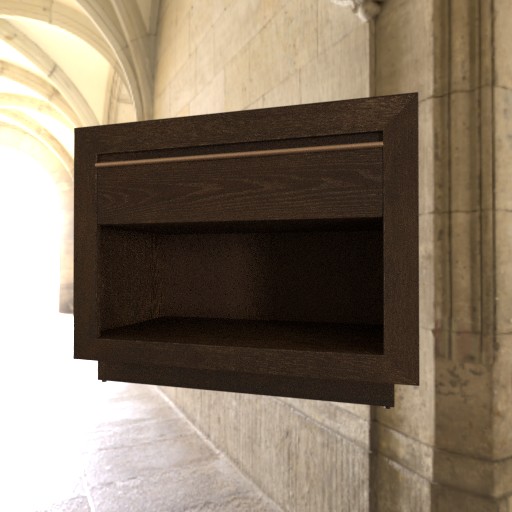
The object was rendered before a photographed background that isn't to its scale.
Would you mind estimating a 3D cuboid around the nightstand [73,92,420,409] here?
[{"bbox_3d":[0.000,0.000,1.156,0.775,0.612,0.457,0,-1,17],"label":"nightstand"}]
